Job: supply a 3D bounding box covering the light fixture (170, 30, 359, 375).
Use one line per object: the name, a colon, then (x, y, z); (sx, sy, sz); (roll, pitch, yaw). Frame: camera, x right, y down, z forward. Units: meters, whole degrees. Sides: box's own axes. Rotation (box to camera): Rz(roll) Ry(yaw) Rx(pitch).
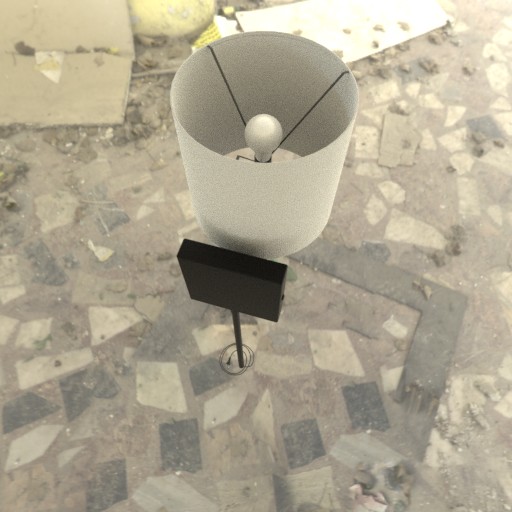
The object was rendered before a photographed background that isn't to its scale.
light fixture: (0.000, 0.000, 0.688); (0.188, 0.589, 0.248); (14, 63, 8)
